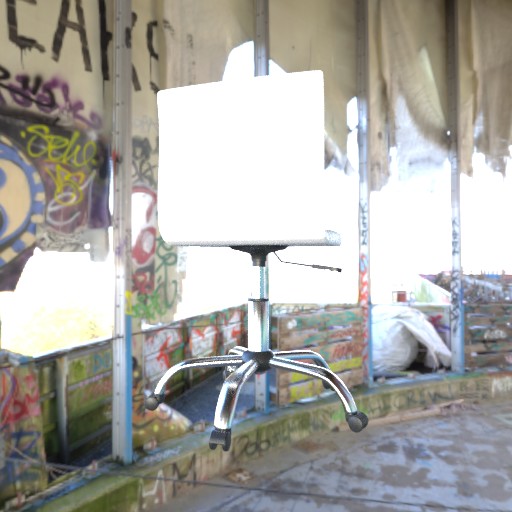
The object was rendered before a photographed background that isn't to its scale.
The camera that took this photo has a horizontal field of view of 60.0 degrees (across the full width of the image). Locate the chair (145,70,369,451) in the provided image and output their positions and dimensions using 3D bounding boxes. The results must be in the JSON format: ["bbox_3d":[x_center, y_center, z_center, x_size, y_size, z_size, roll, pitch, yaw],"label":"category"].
[{"bbox_3d":[0.000,0.000,1.124,0.556,0.780,0.530,0,-1,17],"label":"chair"}]
